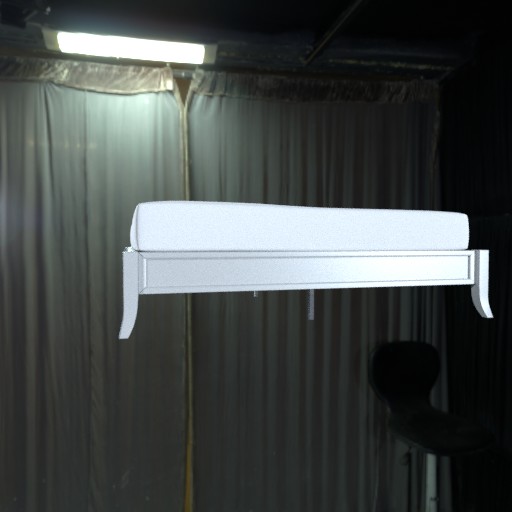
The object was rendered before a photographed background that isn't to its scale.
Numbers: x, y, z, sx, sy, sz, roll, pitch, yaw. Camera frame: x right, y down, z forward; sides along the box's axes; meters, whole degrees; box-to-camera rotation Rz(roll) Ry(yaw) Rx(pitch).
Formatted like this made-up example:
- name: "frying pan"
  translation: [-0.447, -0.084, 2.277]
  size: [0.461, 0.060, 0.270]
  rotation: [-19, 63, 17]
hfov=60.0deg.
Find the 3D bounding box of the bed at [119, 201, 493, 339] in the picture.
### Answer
- name: "bed"
  translation: [0.000, 0.000, 2.767]
  size: [1.604, 0.510, 2.108]
  rotation: [0, 2, -16]
